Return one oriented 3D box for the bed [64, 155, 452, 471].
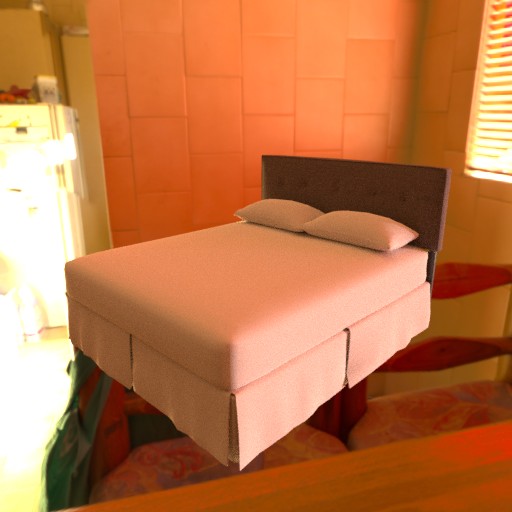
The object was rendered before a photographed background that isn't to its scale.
[{"bbox_3d":[0.000,0.000,2.792,1.610,1.089,1.894,16,23,42],"label":"bed"}]
